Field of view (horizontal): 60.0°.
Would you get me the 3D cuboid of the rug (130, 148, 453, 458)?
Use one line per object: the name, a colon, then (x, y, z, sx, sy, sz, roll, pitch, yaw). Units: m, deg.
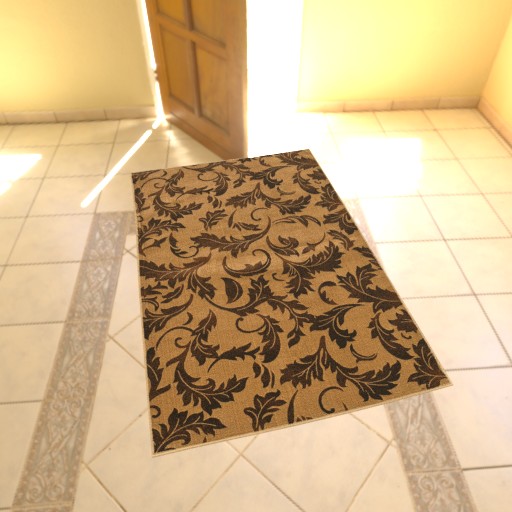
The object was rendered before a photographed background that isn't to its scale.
rug: (0.000, 0.000, 2.894, 1.522, 0.008, 2.284, -10, 46, -10)
